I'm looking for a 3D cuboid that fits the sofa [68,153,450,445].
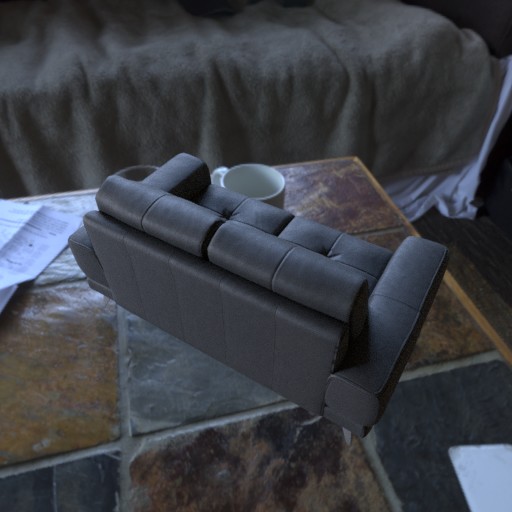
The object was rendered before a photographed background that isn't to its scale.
[{"bbox_3d":[0.000,0.000,2.382,1.806,0.907,1.018,23,49,22],"label":"sofa"}]
